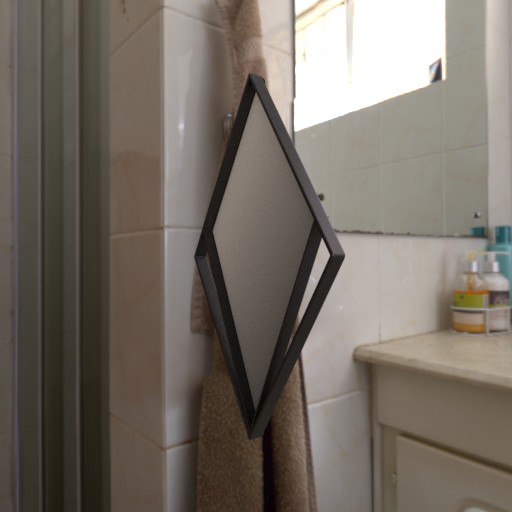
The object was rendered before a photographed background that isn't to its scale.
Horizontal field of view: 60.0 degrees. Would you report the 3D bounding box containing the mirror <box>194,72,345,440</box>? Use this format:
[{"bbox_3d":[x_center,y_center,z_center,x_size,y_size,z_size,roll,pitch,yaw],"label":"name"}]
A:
[{"bbox_3d":[0.000,0.000,0.828,0.032,0.679,0.419,0,-1,-37],"label":"mirror"}]
